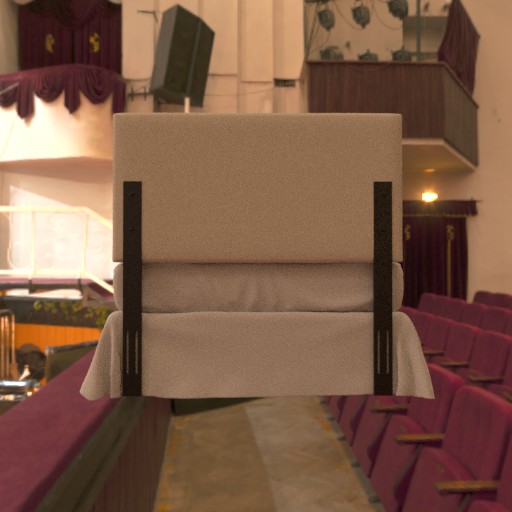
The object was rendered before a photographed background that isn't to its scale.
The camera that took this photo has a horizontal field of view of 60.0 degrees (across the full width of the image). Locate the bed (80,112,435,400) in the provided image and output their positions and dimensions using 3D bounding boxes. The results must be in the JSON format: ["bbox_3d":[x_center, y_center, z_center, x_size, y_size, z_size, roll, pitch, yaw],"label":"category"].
[{"bbox_3d":[0.000,0.000,3.478,1.936,1.577,2.222,0,-1,0],"label":"bed"}]
